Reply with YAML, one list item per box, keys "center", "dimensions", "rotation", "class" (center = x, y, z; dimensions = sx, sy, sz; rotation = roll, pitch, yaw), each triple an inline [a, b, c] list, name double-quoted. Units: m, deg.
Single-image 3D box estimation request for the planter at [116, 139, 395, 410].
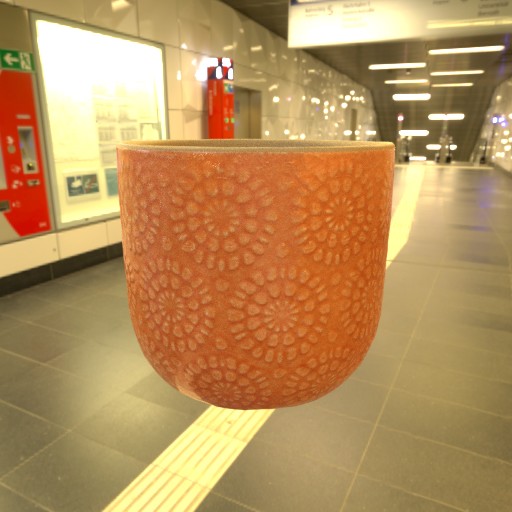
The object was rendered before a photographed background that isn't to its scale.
- center: [0.000, 0.000, 0.290]
  dimensions: [0.170, 0.152, 0.170]
  rotation: [0, 16, 0]
  class: "planter"
